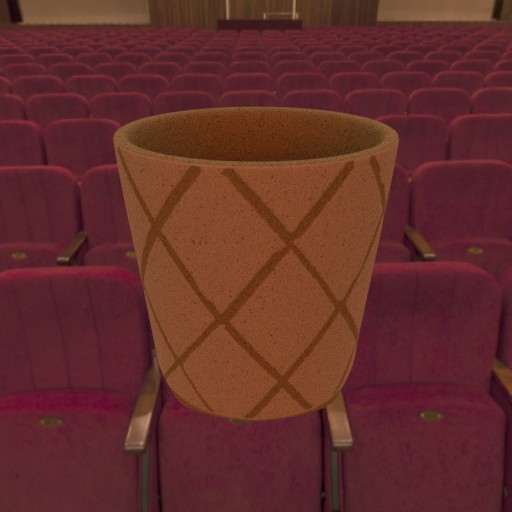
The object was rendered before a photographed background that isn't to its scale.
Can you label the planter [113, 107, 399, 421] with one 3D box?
[{"bbox_3d":[0.000,0.000,0.352,0.191,0.199,0.191,0,27,0],"label":"planter"}]
